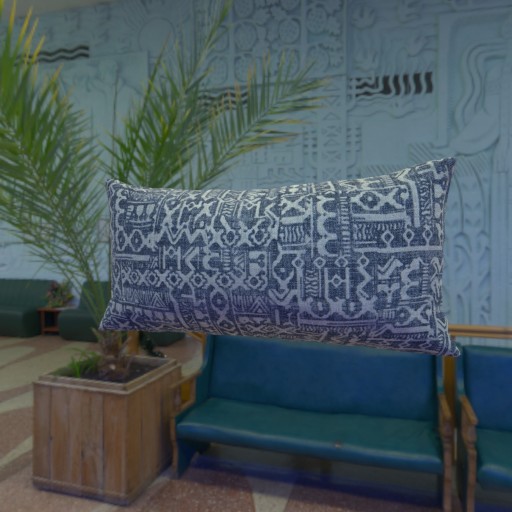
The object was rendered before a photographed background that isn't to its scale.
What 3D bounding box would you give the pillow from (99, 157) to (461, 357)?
[{"bbox_3d":[0.000,0.000,0.744,0.631,0.292,0.148,0,1,19],"label":"pillow"}]
